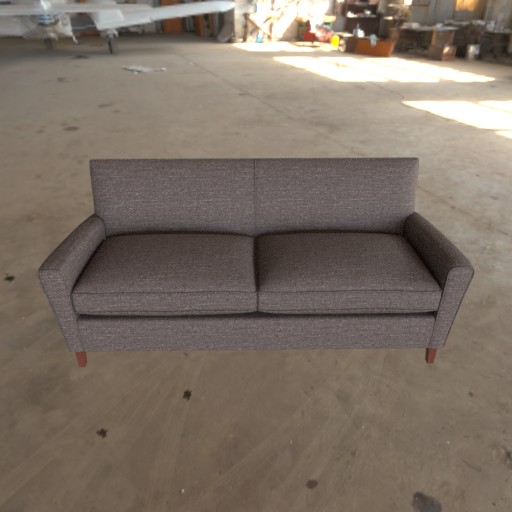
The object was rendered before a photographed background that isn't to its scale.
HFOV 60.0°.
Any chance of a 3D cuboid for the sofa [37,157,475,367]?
[{"bbox_3d":[0.000,0.000,2.433,1.976,0.846,0.875,0,31,-1],"label":"sofa"}]
